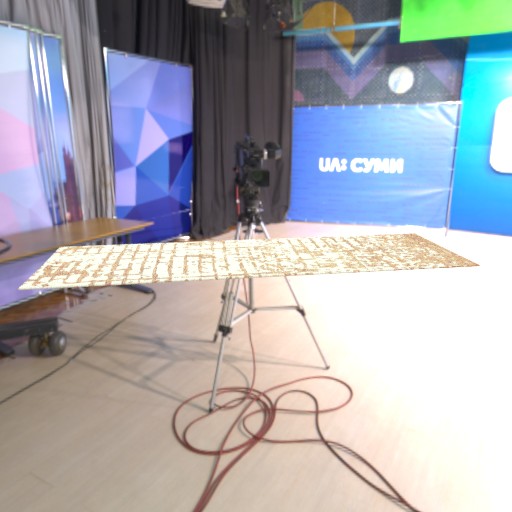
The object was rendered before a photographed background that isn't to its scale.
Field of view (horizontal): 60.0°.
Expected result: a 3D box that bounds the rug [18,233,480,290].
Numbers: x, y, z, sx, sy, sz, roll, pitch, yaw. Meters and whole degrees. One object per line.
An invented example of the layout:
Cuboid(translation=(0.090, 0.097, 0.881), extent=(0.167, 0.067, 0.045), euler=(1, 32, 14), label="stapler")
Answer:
Cuboid(translation=(0.000, 0.000, 2.665), extent=(2.435, 0.011, 0.750), euler=(-3, 17, -8), label="rug")
